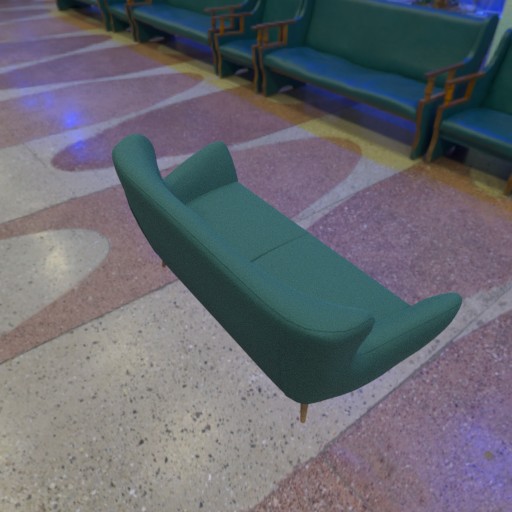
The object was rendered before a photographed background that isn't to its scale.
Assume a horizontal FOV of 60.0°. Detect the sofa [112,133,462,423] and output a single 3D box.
[{"bbox_3d":[0.000,0.000,2.426,0.889,0.890,1.930,-26,47,-27],"label":"sofa"}]
